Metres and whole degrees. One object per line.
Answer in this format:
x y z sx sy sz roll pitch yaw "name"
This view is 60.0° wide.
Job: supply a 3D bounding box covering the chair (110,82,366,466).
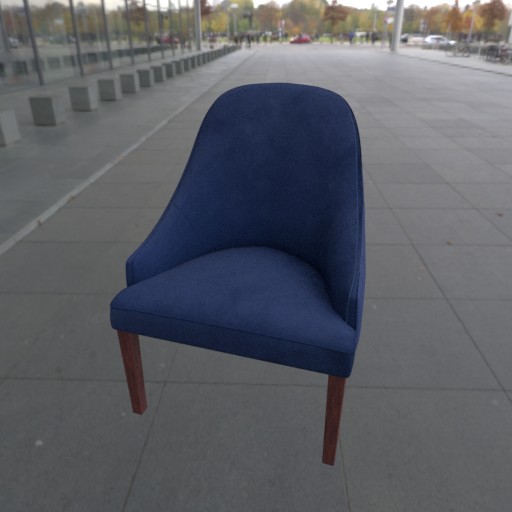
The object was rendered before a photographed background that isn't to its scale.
0.000 0.000 1.279 0.643 0.889 0.575 8 28 16 "chair"
